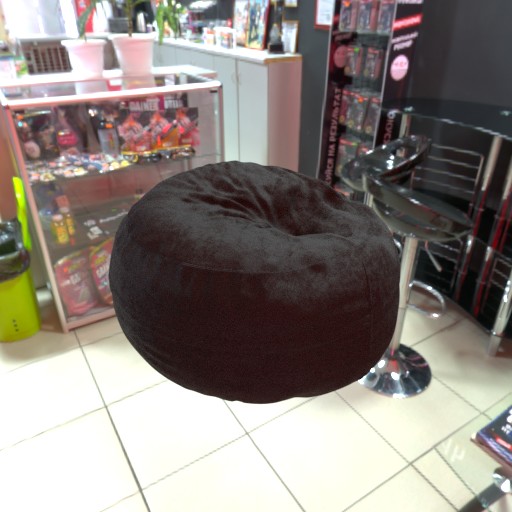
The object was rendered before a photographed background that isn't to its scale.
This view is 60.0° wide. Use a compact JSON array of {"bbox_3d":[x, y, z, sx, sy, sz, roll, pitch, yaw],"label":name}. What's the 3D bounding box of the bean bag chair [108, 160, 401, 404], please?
[{"bbox_3d":[0.000,0.000,2.378,1.525,0.751,1.525,0,30,0],"label":"bean bag chair"}]
